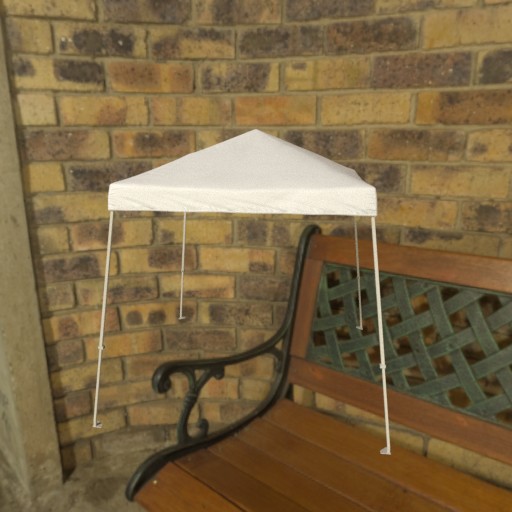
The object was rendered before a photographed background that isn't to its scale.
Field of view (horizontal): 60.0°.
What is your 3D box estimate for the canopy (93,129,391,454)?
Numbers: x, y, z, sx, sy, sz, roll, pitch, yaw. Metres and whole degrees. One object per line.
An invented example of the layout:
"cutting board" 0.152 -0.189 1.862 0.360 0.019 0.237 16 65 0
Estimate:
"canopy" 0.000 0.000 6.545 3.599 3.600 3.600 2 15 8
